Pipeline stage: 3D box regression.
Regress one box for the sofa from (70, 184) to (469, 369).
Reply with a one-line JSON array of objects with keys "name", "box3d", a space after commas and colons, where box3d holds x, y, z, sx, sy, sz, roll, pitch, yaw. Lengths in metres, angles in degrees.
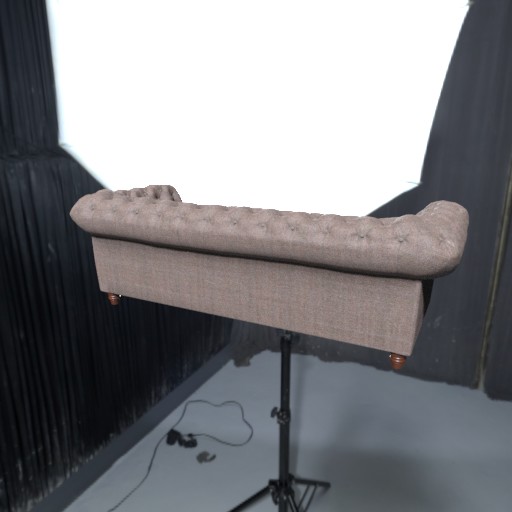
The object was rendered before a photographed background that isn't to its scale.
[{"name": "sofa", "box3d": [0.000, 0.000, 2.826, 2.385, 0.787, 0.944, 8, 17, 26]}]
